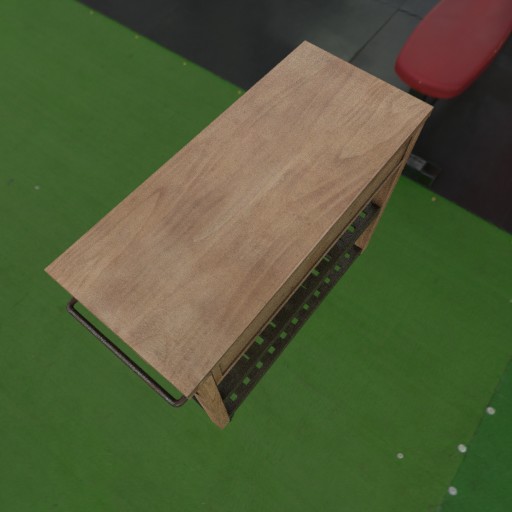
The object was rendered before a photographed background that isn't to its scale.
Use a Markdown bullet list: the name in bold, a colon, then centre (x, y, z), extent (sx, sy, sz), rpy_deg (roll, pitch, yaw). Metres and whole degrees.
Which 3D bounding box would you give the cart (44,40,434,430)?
- **cart**: centre (0.000, 0.000, 0.967), extent (0.298, 0.554, 0.686), rpy_deg (36, 68, 17)
